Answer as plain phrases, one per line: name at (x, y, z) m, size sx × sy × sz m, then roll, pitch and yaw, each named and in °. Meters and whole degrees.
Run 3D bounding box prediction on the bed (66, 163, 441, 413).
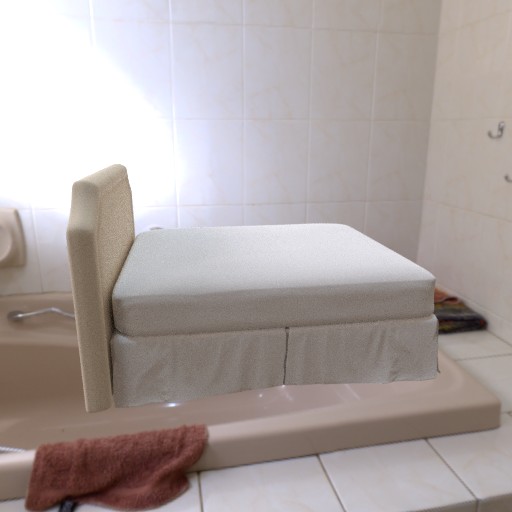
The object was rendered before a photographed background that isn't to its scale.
bed at (0.000, 0.000, 3.316) m, size 2.209 × 1.296 × 1.827 m, roll -2°, pitch 16°, yaw -9°
